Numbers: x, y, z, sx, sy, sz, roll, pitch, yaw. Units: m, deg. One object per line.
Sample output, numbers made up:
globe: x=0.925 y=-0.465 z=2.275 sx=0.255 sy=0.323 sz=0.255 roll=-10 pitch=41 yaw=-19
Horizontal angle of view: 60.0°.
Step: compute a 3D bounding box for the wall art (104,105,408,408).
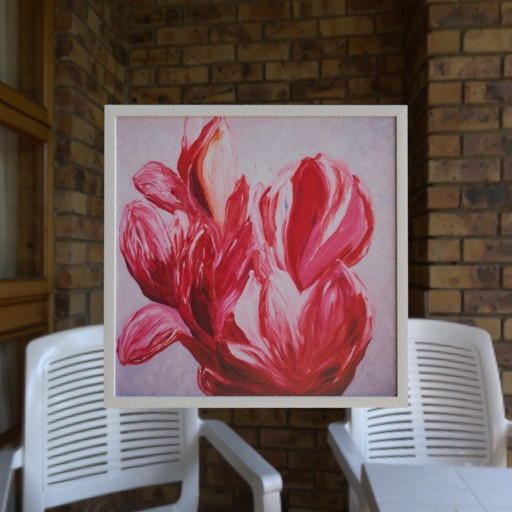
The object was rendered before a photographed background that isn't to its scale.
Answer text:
wall art: x=0.000 y=0.000 z=1.186 sx=0.805 sy=0.803 sz=0.022 roll=0 pitch=0 yaw=0
